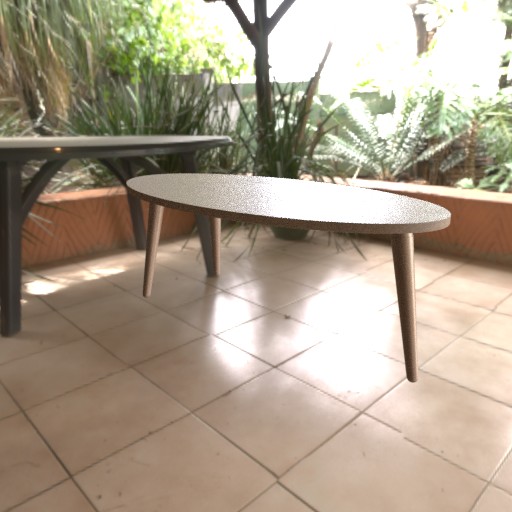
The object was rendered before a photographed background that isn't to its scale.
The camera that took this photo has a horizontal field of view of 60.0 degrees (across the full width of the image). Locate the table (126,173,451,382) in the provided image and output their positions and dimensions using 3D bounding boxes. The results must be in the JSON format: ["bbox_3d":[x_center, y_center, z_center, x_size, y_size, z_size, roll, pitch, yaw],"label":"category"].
[{"bbox_3d":[0.000,0.000,1.319,1.083,0.390,0.542,16,23,42],"label":"table"}]
